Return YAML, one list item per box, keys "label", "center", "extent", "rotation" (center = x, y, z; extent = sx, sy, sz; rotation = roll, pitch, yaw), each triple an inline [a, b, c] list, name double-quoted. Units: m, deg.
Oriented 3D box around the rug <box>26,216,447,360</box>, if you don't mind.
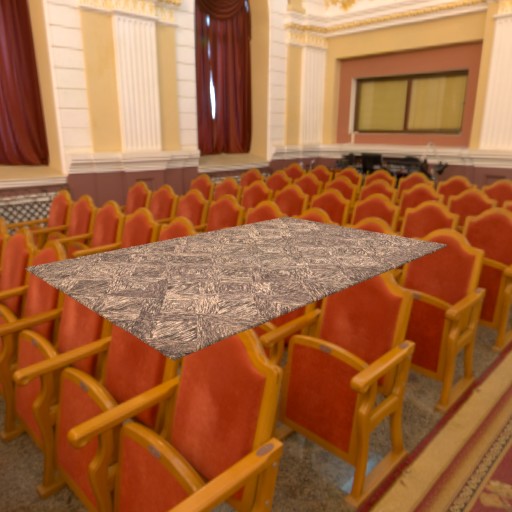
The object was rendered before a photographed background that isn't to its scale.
- label: "rug"
  center: [0.000, 0.000, 2.232]
  extent: [1.808, 0.011, 1.189]
  rotation: [-15, 22, -43]
